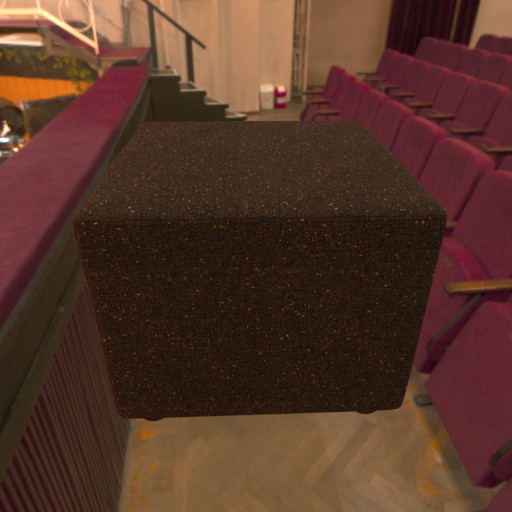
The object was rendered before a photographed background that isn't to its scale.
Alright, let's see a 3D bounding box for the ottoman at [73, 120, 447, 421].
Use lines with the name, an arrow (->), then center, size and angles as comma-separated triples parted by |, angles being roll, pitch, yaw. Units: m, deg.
ottoman -> 0.000, 0.000, 0.878 | 0.508, 0.432, 0.508 | -1, 30, -2
